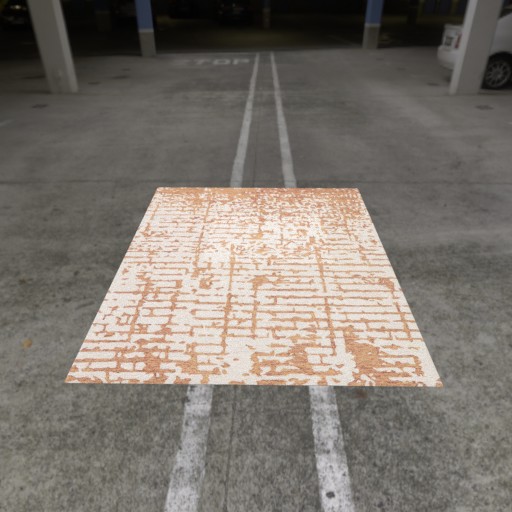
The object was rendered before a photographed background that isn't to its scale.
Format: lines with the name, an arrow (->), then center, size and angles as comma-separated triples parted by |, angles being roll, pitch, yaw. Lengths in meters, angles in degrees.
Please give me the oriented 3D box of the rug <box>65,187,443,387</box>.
rug -> 0.000, 0.000, 4.130 | 2.441, 0.011, 3.050 | 0, 33, 1
